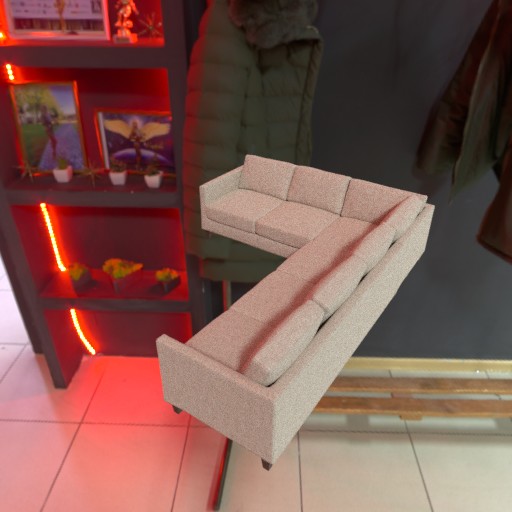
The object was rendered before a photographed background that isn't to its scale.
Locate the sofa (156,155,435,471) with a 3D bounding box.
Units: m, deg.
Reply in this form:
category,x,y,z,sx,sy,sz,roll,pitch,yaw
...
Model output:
category,x,y,z,sx,sy,sz,roll,pitch,yaw
sofa,0.000,0.000,4.258,2.432,0.863,3.182,20,36,29
